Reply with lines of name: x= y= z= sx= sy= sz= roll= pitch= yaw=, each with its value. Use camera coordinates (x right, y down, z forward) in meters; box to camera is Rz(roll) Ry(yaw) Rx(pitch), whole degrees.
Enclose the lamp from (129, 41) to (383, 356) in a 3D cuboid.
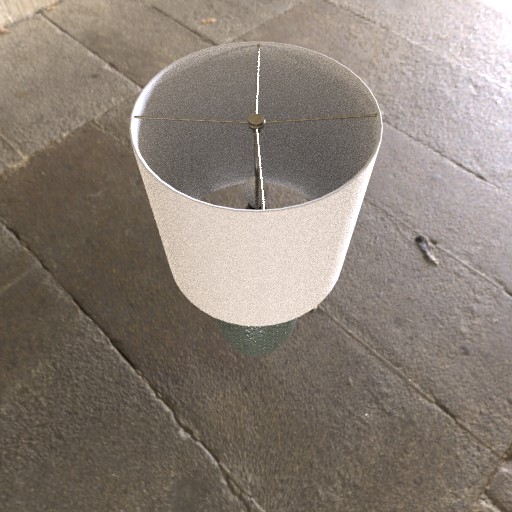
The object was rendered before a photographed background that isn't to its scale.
lamp: x=0.000 y=0.000 z=0.573 sx=0.217 sy=0.453 sz=0.217 roll=-1 pitch=57 yaw=0
